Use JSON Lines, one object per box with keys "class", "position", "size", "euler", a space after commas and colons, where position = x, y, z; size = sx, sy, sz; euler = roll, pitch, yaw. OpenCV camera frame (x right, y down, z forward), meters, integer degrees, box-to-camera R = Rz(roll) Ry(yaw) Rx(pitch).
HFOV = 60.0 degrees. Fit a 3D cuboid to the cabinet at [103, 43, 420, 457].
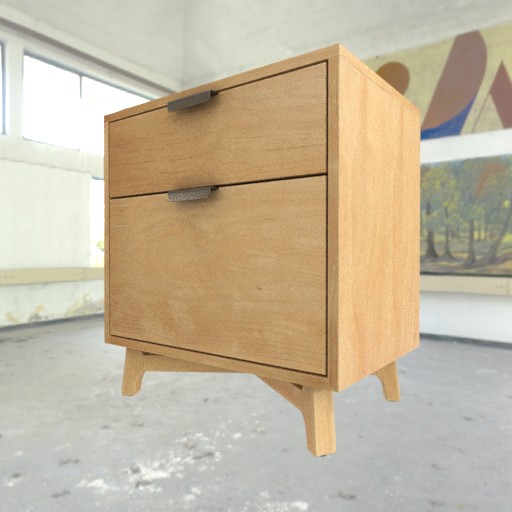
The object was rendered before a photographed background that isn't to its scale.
{"class": "cabinet", "position": [0.000, 0.000, 0.924], "size": [0.551, 0.599, 0.394], "euler": [1, 1, 37]}
